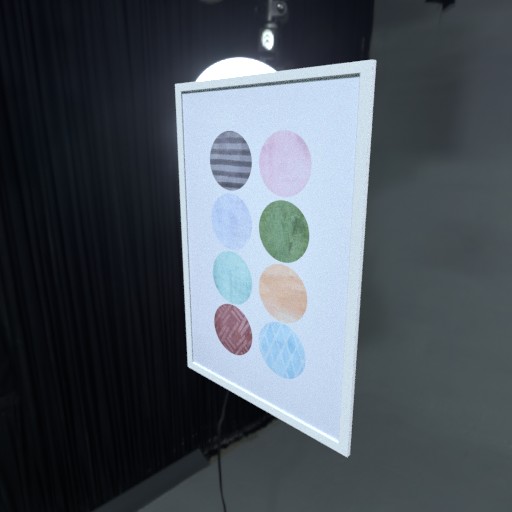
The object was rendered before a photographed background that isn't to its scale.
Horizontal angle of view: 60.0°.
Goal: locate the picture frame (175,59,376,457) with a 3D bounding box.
[{"bbox_3d":[0.000,0.000,1.232,0.659,0.940,0.013,14,21,42],"label":"picture frame"}]
